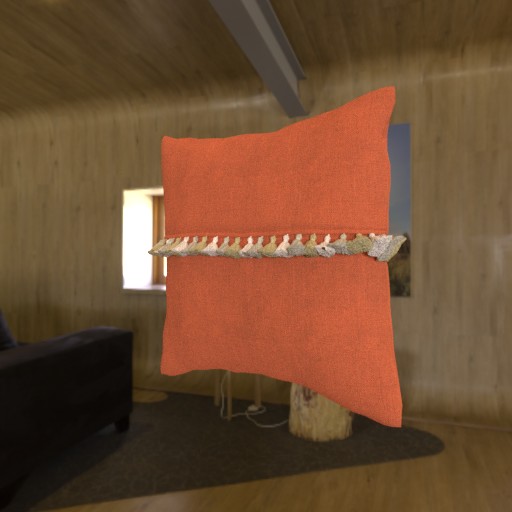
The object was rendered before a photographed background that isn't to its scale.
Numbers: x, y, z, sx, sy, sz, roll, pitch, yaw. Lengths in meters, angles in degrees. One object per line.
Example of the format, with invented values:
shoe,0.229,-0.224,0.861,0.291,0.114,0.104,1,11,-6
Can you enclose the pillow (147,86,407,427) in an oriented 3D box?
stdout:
pillow,0.000,0.000,0.742,0.490,0.482,0.165,0,0,35
